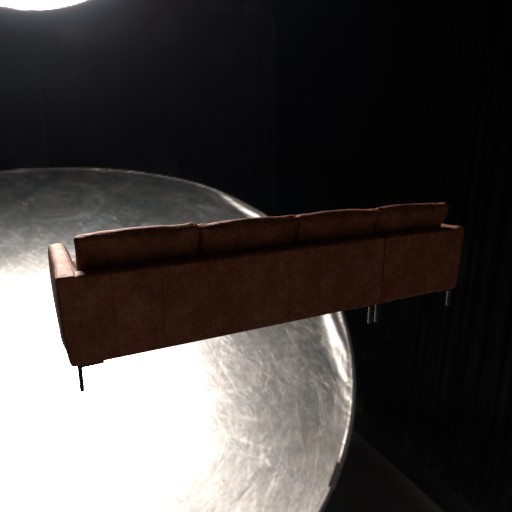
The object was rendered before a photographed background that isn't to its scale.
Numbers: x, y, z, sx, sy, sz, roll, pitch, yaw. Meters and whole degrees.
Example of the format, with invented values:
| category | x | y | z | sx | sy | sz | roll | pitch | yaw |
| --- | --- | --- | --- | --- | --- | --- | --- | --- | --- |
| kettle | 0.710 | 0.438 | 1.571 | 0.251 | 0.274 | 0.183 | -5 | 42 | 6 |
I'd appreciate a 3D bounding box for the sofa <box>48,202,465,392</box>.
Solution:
| category | x | y | z | sx | sy | sz | roll | pitch | yaw |
| --- | --- | --- | --- | --- | --- | --- | --- | --- | --- |
| sofa | 0.000 | 0.000 | 3.535 | 2.993 | 0.859 | 1.471 | -7 | 16 | -26 |
